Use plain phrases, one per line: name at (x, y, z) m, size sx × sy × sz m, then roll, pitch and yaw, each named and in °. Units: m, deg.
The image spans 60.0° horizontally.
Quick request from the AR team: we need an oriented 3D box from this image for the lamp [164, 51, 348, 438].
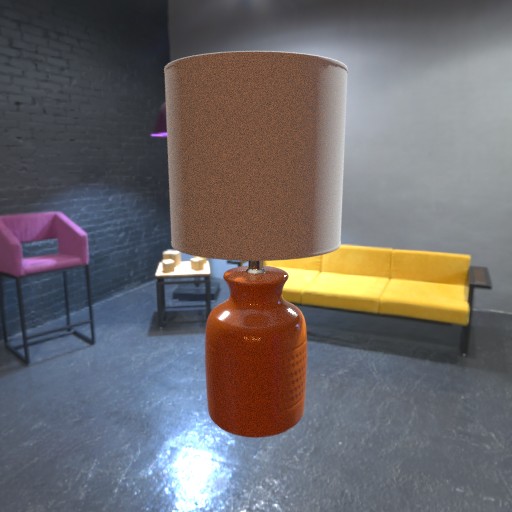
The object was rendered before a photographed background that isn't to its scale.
lamp at (0.000, 0.000, 1.120) m, size 0.418 × 0.871 × 0.418 m, roll 6°, pitch 14°, yaw 27°
